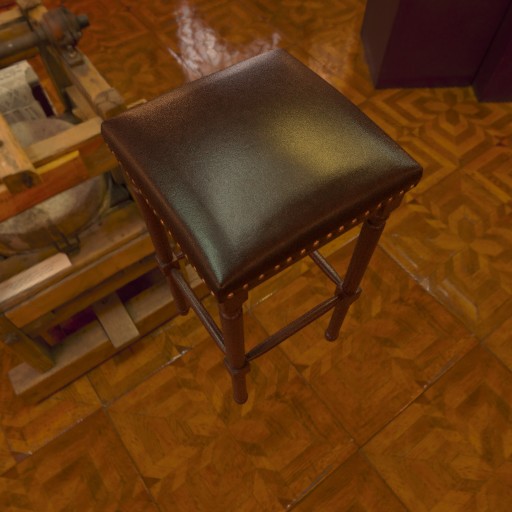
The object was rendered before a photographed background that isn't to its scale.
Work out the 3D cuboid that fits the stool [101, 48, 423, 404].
[{"bbox_3d":[0.000,0.000,0.993,0.382,0.768,0.383,-30,63,-17],"label":"stool"}]
